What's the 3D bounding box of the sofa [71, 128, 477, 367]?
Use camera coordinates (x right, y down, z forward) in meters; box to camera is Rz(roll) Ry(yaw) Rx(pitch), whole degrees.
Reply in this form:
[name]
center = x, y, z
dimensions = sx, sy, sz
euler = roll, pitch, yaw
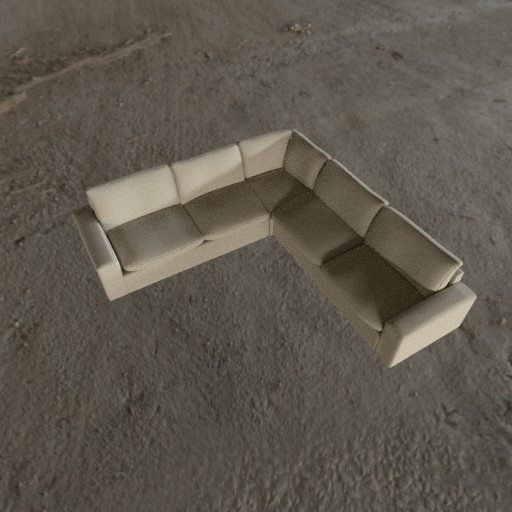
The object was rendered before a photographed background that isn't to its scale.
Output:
[sofa]
center = 0.000, 0.000, 4.746
dimensions = 3.066, 0.918, 3.206
euler = -23, 52, -20
